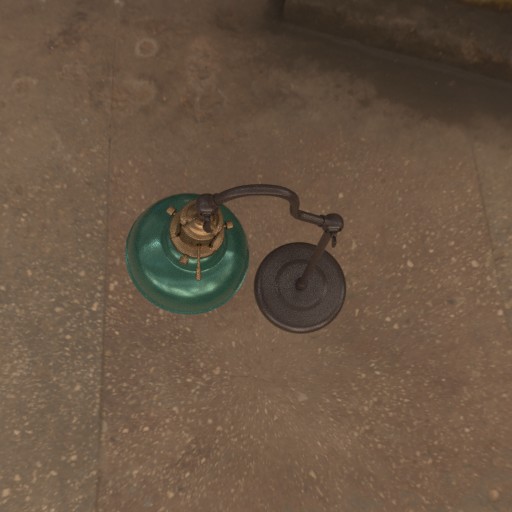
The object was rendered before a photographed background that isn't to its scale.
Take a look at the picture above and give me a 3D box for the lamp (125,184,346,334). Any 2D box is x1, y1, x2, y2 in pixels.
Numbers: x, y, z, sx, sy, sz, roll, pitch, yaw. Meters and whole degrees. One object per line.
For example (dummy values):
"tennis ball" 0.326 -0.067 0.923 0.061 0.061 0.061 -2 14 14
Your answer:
"lamp" 0.000 0.000 0.677 0.374 0.508 0.192 -1 75 0
